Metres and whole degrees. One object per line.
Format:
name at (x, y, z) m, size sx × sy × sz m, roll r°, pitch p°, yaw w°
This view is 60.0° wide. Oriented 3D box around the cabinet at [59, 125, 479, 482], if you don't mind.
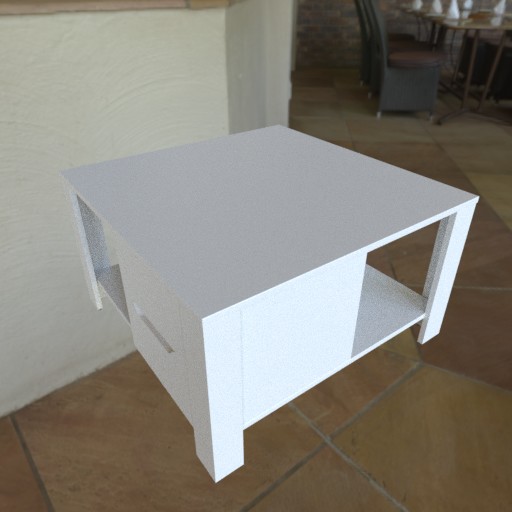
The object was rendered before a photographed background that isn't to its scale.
cabinet at (0.000, 0.000, 1.303) m, size 0.800 × 0.460 × 0.800 m, roll -21°, pitch 38°, yaw -30°
